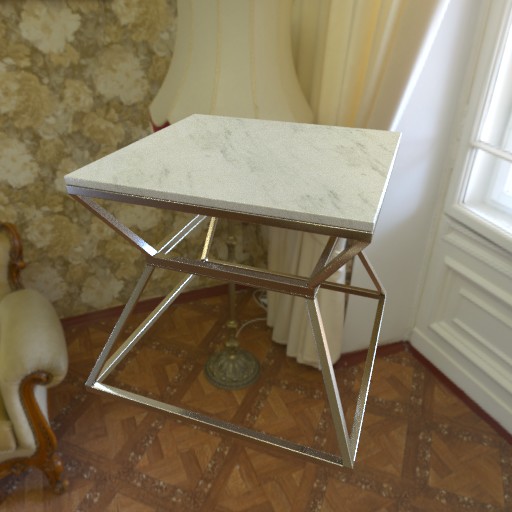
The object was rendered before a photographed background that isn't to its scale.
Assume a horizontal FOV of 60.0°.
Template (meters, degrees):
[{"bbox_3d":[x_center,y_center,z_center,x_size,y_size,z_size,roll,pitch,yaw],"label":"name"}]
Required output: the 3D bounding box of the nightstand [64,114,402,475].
[{"bbox_3d":[0.000,0.000,0.883,0.513,0.426,0.514,10,32,17],"label":"nightstand"}]
